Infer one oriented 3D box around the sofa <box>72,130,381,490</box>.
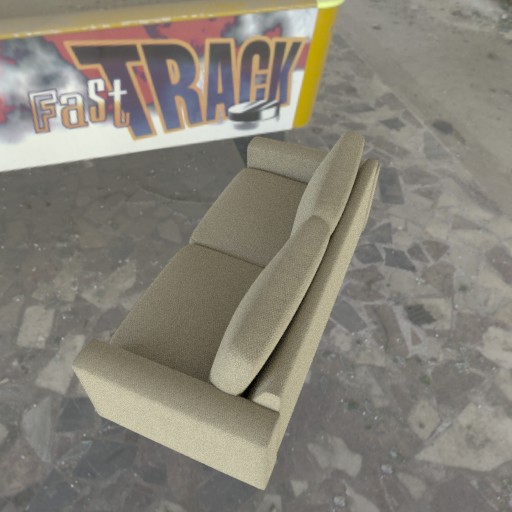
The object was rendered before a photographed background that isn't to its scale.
[{"bbox_3d":[0.000,0.000,2.685,1.016,0.873,2.179,17,48,16],"label":"sofa"}]
